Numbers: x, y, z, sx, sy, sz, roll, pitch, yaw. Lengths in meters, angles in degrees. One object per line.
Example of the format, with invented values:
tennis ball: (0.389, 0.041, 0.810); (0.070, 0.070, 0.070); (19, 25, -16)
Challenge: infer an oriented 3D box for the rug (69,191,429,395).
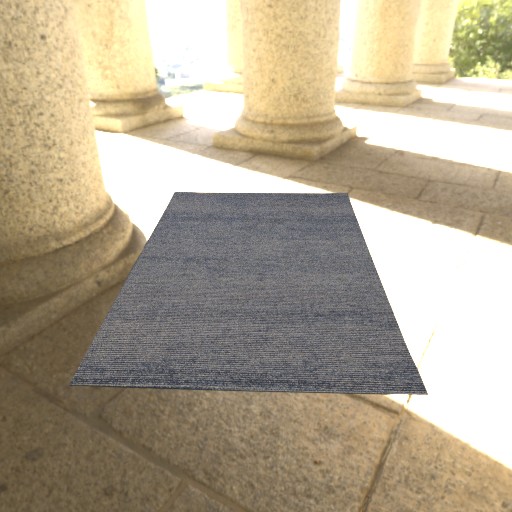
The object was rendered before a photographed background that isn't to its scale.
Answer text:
rug: (0.000, 0.000, 2.144); (1.135, 0.010, 1.740); (1, 29, 2)
